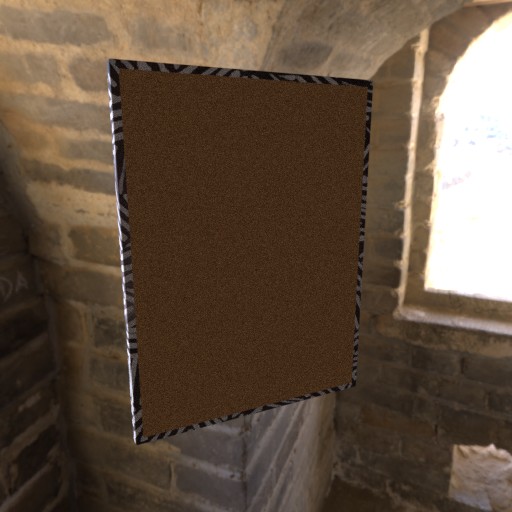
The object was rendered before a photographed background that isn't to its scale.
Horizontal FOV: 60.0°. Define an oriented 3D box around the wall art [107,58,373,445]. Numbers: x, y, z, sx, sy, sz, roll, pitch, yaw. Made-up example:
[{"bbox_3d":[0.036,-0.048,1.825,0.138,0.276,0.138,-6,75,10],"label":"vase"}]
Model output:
[{"bbox_3d":[0.000,0.000,1.307,0.765,1.017,0.038,-6,15,-24],"label":"wall art"}]
